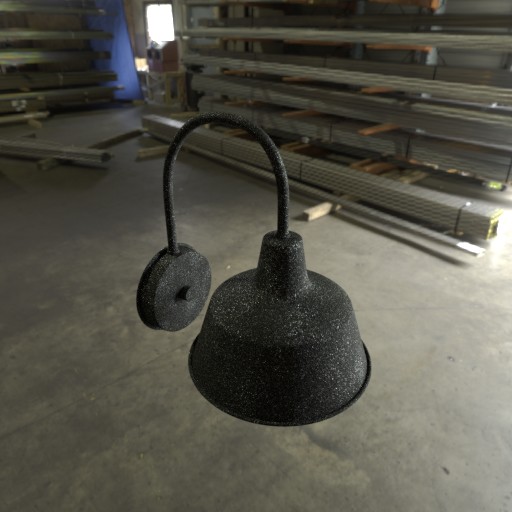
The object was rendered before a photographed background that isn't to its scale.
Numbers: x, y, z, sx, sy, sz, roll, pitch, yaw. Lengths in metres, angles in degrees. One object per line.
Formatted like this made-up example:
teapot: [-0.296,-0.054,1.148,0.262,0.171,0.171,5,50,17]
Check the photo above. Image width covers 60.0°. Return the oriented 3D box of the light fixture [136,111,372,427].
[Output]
light fixture: [0.000,0.000,0.491,0.283,0.300,0.216,18,32,30]
